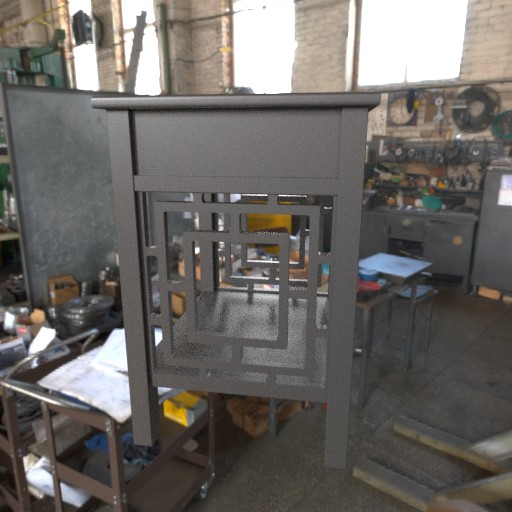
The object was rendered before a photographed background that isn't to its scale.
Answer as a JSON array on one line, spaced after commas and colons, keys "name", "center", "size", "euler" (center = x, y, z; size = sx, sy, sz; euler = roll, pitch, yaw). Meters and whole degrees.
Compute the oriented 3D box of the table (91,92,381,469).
[{"name": "table", "center": [0.000, 0.000, 1.008], "size": [0.451, 0.646, 0.564], "euler": [2, 15, 9]}]
